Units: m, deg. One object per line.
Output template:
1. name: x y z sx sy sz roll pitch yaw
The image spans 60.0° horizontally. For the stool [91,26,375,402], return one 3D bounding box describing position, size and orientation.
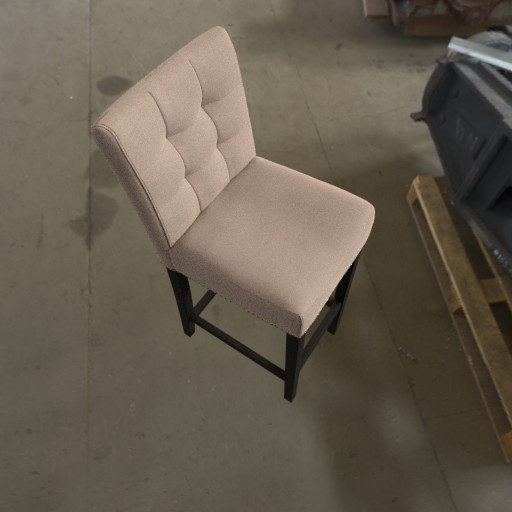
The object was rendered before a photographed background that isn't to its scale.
1. stool: 0.000 0.000 1.295 0.548 1.047 0.411 30 63 17
